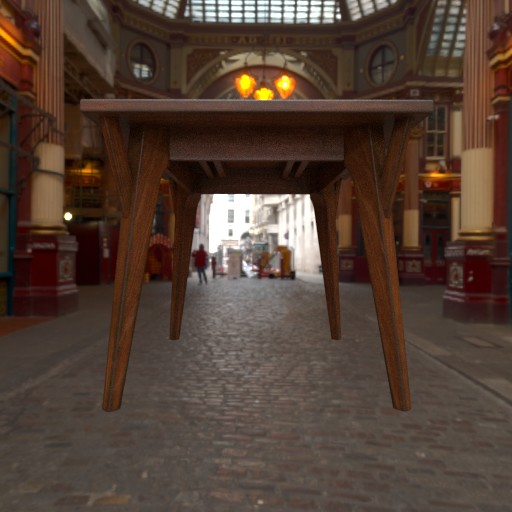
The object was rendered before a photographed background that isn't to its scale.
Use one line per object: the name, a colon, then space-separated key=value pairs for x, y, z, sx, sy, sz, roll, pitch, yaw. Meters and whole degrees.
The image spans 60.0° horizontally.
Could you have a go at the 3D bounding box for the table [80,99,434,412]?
table: x=0.000 y=0.000 z=1.549 sx=0.838 sy=0.761 sz=0.991 roll=0 pitch=1 yaw=0
